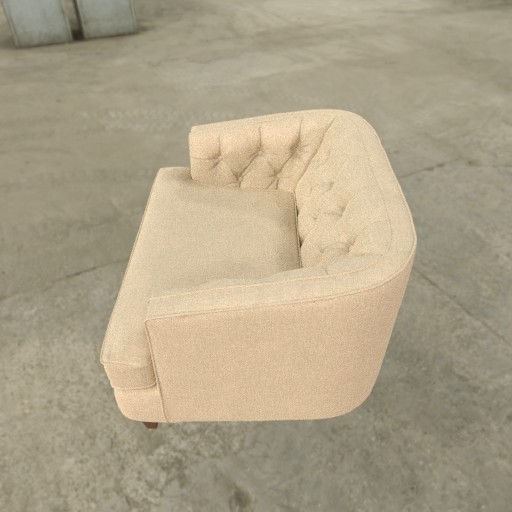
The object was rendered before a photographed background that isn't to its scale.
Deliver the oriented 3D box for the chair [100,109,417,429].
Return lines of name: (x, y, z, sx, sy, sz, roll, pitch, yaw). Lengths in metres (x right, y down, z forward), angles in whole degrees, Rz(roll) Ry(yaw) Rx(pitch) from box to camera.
chair: (0.000, 0.000, 1.708, 0.914, 0.787, 1.118, 0, 42, 0)
